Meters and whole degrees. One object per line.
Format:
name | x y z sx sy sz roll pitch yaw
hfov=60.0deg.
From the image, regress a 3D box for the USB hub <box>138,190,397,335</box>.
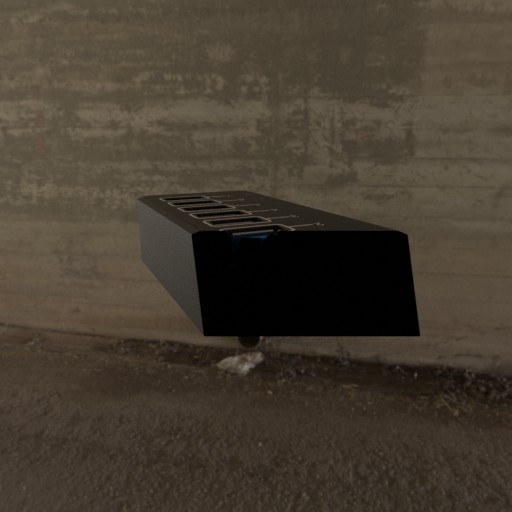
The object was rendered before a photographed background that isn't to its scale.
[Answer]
USB hub | 0.000 0.000 0.123 0.044 0.023 0.110 -7 17 -24
